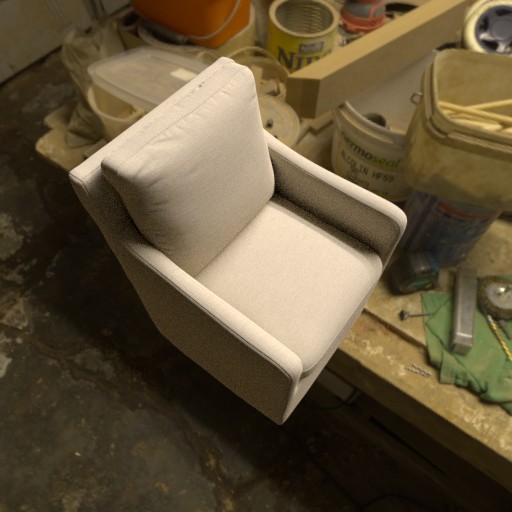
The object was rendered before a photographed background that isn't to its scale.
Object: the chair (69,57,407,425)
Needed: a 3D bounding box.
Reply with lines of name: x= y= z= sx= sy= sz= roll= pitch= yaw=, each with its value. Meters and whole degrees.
chair: x=0.000 y=0.000 z=1.392 sx=0.694 sy=0.914 sz=0.626 roll=33 pitch=64 yaw=19
